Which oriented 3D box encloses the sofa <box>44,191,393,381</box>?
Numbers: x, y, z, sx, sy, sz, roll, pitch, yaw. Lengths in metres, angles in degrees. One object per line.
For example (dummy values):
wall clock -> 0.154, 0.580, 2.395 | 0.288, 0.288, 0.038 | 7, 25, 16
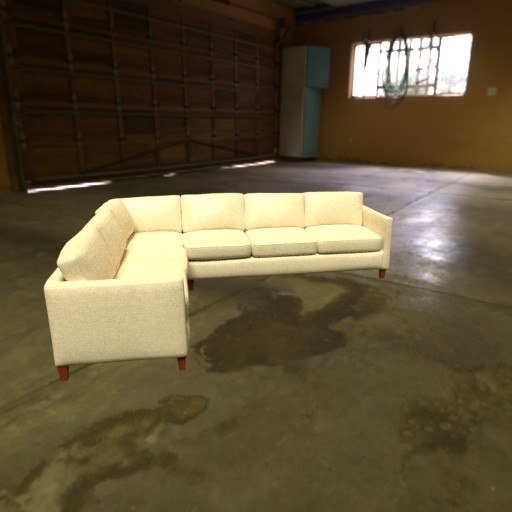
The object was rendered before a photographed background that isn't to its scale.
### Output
sofa -> 0.000, 0.000, 4.426 | 3.302, 0.947, 2.593 | -3, 17, -9
